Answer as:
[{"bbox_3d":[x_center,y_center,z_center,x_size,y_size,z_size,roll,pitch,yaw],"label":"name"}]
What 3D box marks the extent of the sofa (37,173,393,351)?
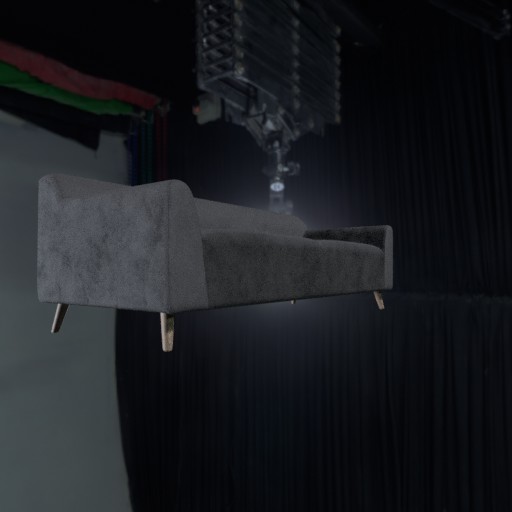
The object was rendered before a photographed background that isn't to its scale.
[{"bbox_3d":[0.000,0.000,2.645,0.900,0.740,2.190,-1,-2,37],"label":"sofa"}]
